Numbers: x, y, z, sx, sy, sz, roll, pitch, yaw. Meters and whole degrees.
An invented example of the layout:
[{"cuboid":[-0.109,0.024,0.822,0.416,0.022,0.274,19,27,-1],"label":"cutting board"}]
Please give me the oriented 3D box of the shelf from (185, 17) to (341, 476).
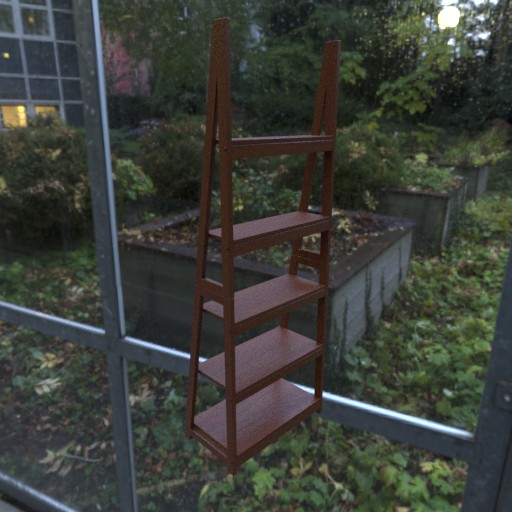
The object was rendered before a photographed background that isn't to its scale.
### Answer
[{"cuboid":[0.000,0.000,1.982,0.630,1.780,0.356,-16,24,-42],"label":"shelf"}]
